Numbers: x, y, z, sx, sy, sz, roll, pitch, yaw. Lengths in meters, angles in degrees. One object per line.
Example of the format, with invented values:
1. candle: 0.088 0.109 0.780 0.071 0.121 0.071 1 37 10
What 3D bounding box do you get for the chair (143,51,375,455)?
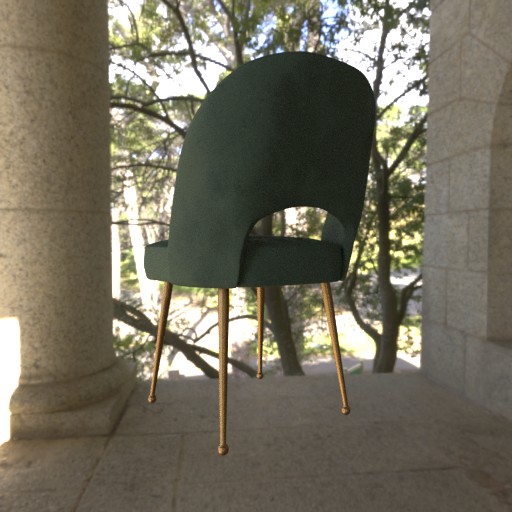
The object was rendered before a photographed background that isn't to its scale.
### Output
1. chair: 0.000 0.000 1.190 0.527 0.860 0.577 -1 2 -36
